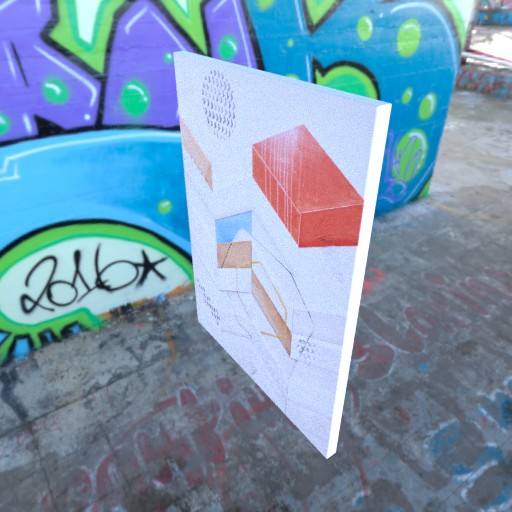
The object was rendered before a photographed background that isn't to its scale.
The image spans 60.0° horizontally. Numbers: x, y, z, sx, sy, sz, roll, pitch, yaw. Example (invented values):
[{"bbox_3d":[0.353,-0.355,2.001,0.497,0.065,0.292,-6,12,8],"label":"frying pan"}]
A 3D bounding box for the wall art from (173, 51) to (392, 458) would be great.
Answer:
[{"bbox_3d":[0.000,0.000,1.563,0.046,1.221,0.914,-21,38,-30],"label":"wall art"}]
